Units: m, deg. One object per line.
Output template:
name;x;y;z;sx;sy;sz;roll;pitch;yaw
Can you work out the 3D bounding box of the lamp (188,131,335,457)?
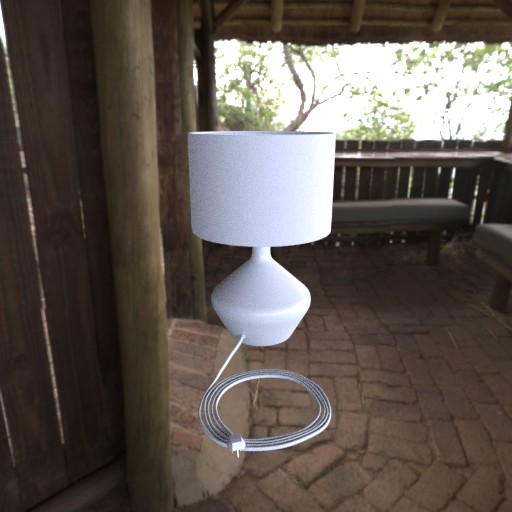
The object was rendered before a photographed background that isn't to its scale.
lamp;0.000;0.000;0.865;0.401;0.457;0.546;8;19;25
